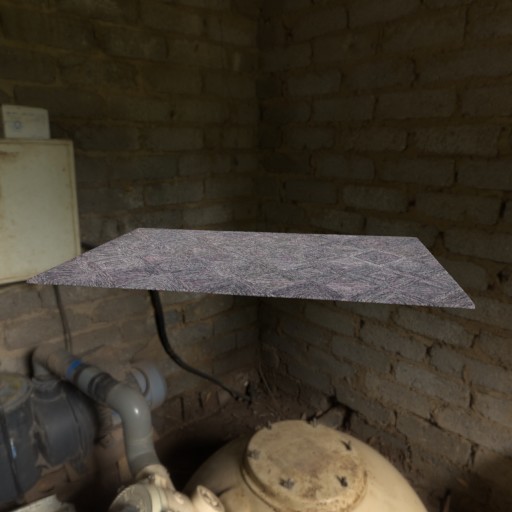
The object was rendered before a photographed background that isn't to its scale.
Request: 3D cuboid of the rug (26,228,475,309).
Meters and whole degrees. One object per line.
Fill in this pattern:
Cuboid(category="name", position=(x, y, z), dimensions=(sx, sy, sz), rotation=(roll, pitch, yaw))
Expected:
Cuboid(category="rug", position=(0.000, 0.000, 2.230), dimensions=(1.752, 0.013, 1.158), rotation=(2, 15, 9))
